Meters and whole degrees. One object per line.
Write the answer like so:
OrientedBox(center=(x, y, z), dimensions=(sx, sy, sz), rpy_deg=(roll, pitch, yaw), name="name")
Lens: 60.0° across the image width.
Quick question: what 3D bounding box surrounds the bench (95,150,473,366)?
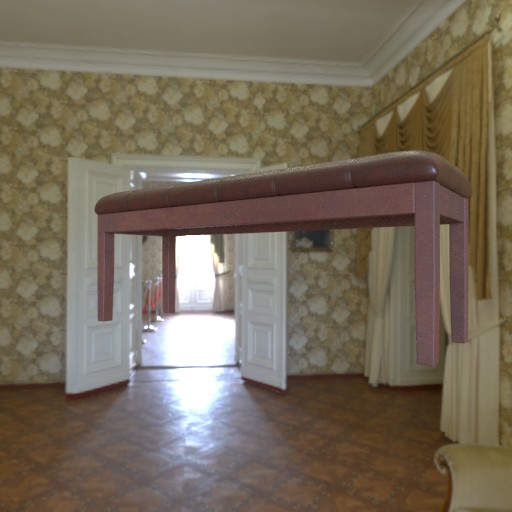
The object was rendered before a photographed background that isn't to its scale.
OrientedBox(center=(0.000, 0.000, 1.475), dimensions=(1.259, 0.491, 0.401), rpy_deg=(0, -1, 36), name="bench")
